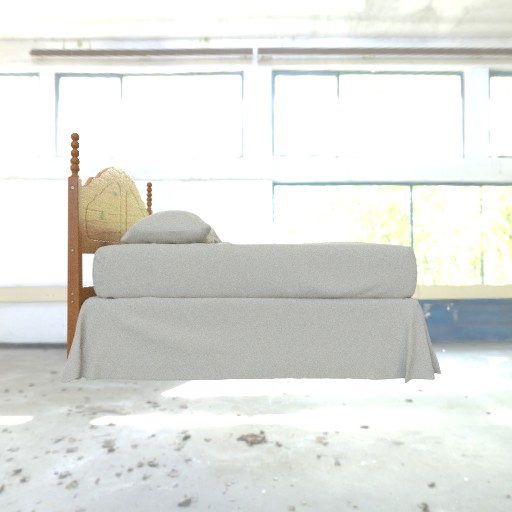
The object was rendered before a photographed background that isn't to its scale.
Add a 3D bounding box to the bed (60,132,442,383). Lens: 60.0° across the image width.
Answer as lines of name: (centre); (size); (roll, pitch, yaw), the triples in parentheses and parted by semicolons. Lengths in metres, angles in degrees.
bed: (0.000, 0.000, 3.228); (2.040, 1.356, 1.873); (0, 0, 1)
